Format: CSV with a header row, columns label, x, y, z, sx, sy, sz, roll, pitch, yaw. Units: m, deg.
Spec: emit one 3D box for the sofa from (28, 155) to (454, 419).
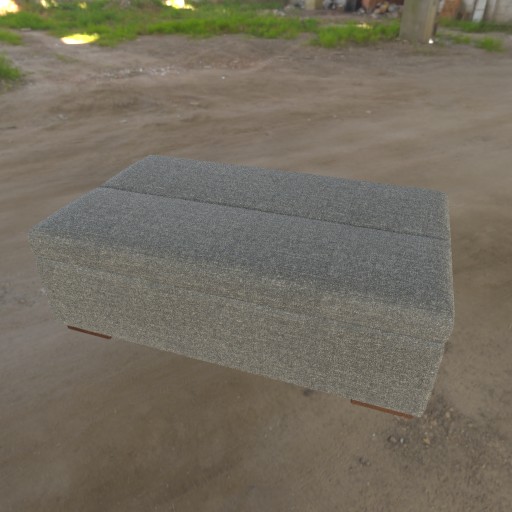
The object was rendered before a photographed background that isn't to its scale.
label,x,y,z,sx,sy,sz,roll,pitch,yaw
sofa,0.000,0.000,1.559,1.198,0.417,0.782,10,34,16
